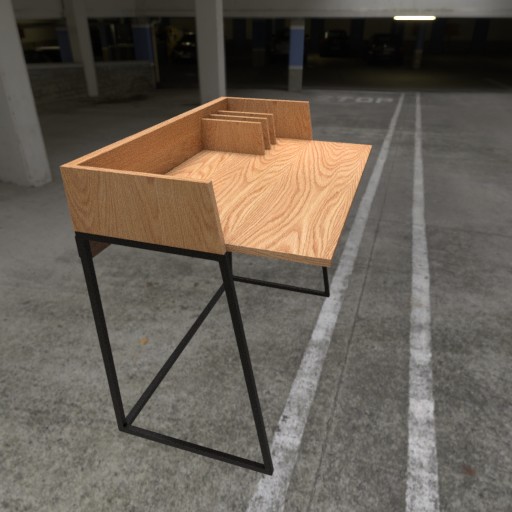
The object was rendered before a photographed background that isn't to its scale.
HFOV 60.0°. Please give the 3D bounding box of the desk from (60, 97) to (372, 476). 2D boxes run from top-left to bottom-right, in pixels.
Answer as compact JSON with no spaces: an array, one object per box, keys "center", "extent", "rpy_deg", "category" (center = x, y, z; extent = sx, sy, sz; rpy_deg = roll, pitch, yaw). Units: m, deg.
[{"center":[0.000,0.000,1.868],"extent":[0.769,1.061,1.191],"rpy_deg":[9,30,16],"category":"desk"}]
